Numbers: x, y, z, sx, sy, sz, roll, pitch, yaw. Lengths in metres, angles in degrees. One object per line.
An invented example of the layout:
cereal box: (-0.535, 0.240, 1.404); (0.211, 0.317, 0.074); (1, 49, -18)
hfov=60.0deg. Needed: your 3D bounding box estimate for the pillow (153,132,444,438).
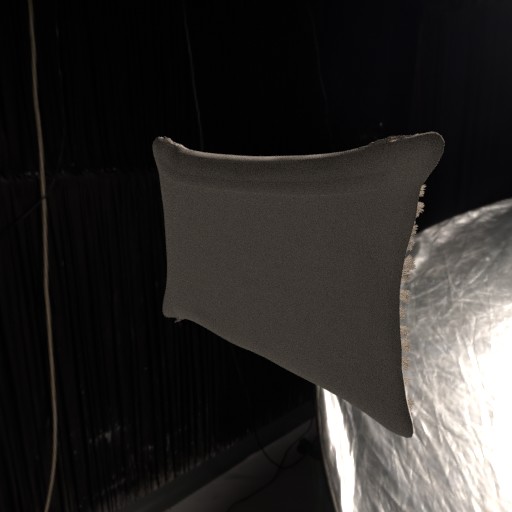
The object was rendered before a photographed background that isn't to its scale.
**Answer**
pillow: (0.000, 0.000, 0.575); (0.084, 0.305, 0.466); (-13, 19, -42)
